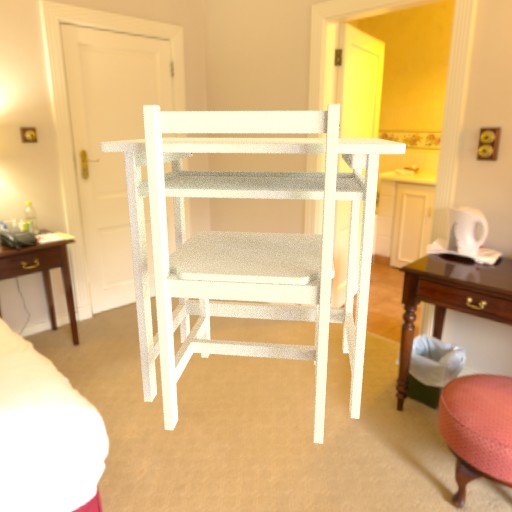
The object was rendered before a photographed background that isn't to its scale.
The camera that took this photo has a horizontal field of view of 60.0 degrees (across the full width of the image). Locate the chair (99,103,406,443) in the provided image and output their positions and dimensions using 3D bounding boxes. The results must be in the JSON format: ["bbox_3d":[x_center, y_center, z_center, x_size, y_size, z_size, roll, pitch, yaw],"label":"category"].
[{"bbox_3d":[0.000,0.000,1.070,0.599,0.673,0.461,2,16,7],"label":"chair"}]
